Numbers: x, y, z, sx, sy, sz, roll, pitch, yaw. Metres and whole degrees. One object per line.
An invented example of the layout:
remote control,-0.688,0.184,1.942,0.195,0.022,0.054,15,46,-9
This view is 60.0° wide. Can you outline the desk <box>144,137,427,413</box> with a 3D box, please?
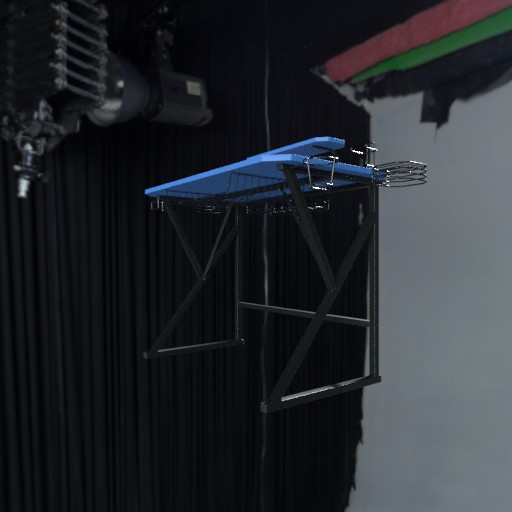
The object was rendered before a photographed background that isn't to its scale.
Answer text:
desk,0.000,0.000,1.808,0.594,0.909,1.295,0,0,-37
